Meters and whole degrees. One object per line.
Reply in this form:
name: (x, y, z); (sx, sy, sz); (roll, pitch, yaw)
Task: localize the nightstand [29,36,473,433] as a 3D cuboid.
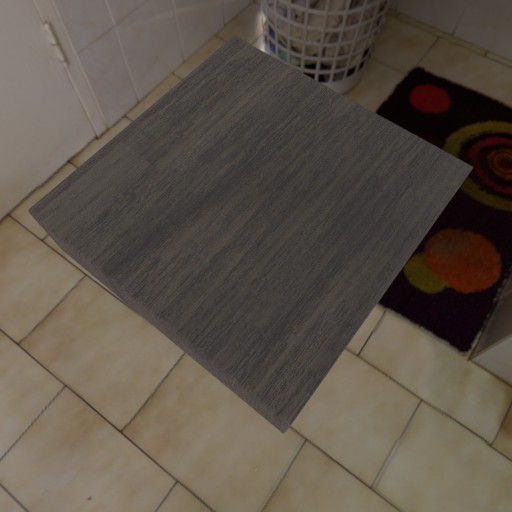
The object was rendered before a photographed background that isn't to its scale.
nightstand: (0.000, 0.000, 0.922); (0.503, 0.497, 0.502); (35, 69, 16)
